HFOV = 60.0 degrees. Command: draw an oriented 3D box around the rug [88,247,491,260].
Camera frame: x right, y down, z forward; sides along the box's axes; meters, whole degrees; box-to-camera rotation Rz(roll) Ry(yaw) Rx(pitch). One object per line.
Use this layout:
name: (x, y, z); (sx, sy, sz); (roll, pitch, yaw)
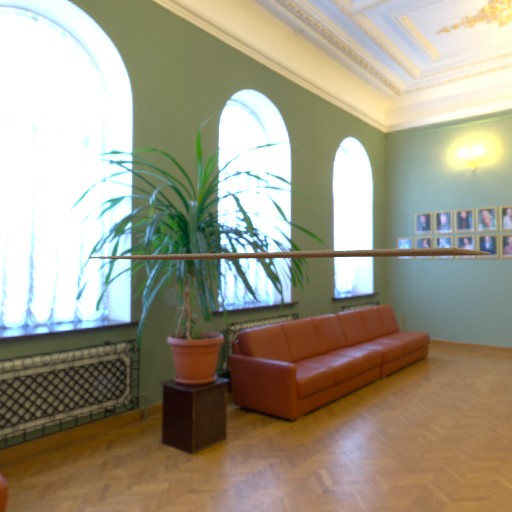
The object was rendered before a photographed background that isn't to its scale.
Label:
rug: (0.000, 0.000, 2.513); (2.276, 0.014, 0.678); (-1, -2, 37)
